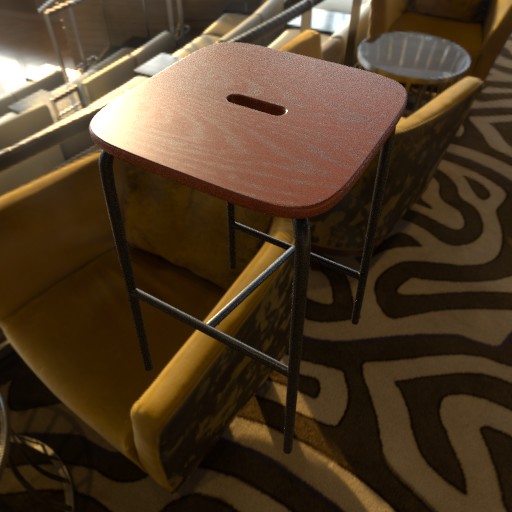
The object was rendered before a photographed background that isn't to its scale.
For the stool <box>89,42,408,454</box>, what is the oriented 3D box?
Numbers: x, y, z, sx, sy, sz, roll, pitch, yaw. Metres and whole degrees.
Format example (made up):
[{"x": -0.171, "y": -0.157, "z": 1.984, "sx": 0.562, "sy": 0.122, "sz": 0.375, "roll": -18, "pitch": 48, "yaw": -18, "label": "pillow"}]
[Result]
[{"x": 0.000, "y": 0.000, "z": 0.832, "sx": 0.376, "sy": 0.610, "sz": 0.376, "roll": 23, "pitch": 51, "yaw": 20, "label": "stool"}]
